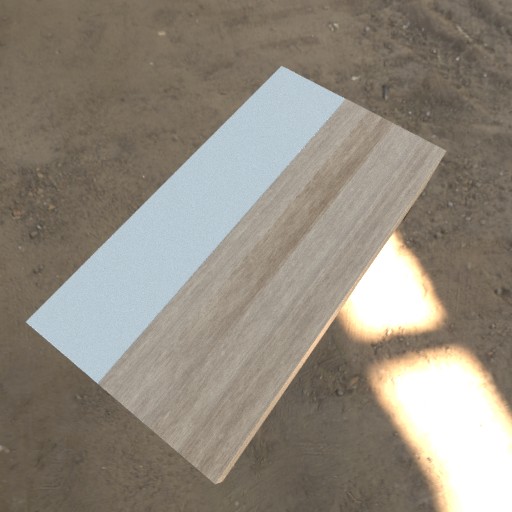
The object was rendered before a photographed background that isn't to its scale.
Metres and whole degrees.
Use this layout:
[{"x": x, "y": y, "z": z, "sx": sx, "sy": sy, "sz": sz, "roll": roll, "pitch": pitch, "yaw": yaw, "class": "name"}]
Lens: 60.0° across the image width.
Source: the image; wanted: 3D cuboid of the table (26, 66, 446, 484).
[{"x": 0.000, "y": 0.000, "z": 1.365, "sx": 0.600, "sy": 0.350, "sz": 1.100, "roll": 34, "pitch": 69, "yaw": 15, "class": "table"}]
